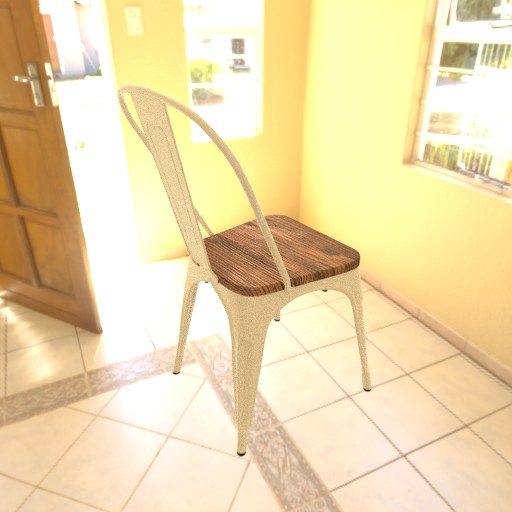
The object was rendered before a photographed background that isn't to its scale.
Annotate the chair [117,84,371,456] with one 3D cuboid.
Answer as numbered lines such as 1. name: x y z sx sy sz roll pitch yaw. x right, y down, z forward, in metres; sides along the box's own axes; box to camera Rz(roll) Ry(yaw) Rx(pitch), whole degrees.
1. chair: 0.000 0.000 1.134 0.521 0.851 0.452 -18 33 -31
